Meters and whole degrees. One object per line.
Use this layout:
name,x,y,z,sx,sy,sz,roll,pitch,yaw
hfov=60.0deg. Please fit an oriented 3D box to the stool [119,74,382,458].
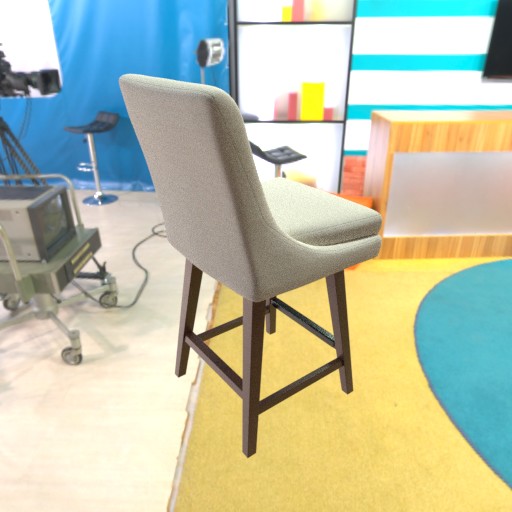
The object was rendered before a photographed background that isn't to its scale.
stool,0.000,0.000,1.296,0.559,0.991,0.483,-19,32,-33
